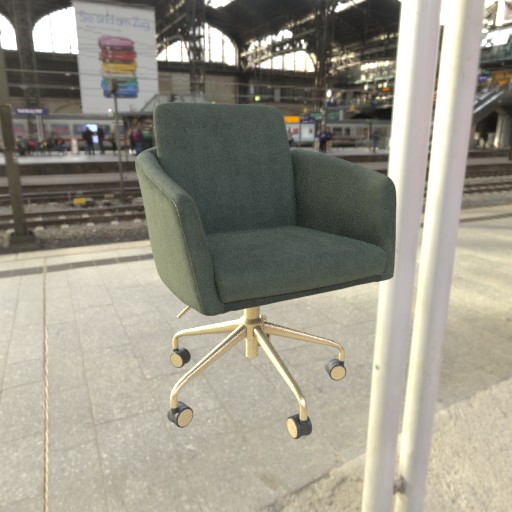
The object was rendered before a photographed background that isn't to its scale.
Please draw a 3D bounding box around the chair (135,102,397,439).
[{"bbox_3d":[0.000,0.000,1.342,0.641,0.908,0.635,-8,17,-26],"label":"chair"}]
